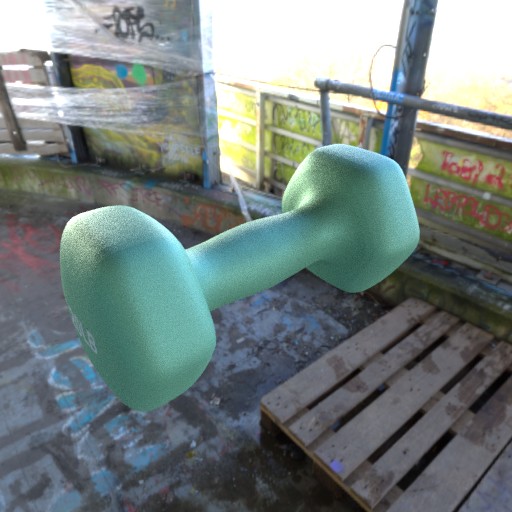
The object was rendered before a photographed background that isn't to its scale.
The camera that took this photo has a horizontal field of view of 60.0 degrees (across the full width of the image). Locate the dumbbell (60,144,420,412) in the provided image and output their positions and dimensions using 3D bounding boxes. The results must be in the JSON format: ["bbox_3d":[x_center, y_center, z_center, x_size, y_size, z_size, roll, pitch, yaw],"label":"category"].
[{"bbox_3d":[0.000,0.000,0.326,0.260,0.117,0.129,-22,37,-32],"label":"dumbbell"}]
